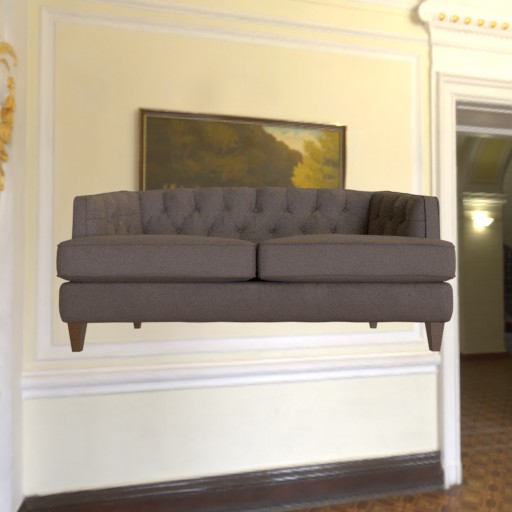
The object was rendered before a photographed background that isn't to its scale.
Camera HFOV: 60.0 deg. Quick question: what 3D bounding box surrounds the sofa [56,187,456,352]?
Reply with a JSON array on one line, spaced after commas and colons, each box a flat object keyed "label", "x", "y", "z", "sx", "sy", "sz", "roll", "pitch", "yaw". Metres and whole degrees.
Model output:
[{"label": "sofa", "x": 0.000, "y": 0.000, "z": 2.322, "sx": 1.733, "sy": 0.855, "sz": 0.941, "roll": 0, "pitch": -1, "yaw": 0}]
